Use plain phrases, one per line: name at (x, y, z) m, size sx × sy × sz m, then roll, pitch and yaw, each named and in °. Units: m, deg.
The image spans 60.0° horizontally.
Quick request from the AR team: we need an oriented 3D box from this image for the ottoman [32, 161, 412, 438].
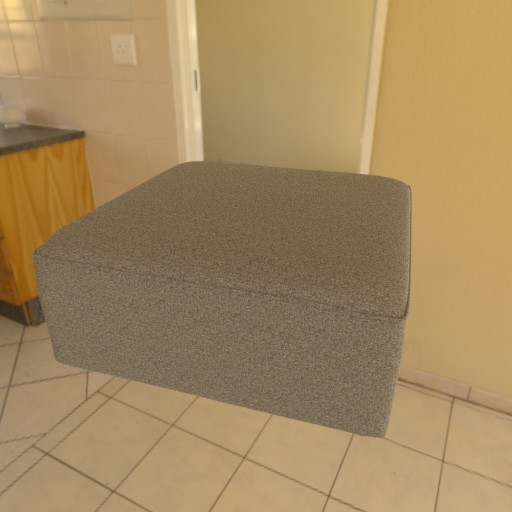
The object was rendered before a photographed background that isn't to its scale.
ottoman at (0.000, 0.000, 1.571) m, size 1.005 × 0.464 × 1.015 m, roll 8°, pitch 27°, yaw 16°
